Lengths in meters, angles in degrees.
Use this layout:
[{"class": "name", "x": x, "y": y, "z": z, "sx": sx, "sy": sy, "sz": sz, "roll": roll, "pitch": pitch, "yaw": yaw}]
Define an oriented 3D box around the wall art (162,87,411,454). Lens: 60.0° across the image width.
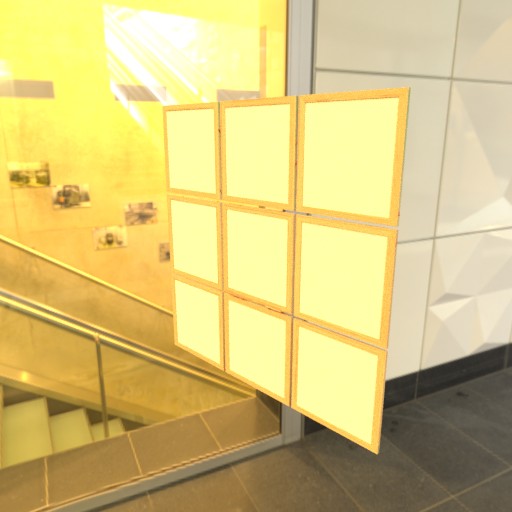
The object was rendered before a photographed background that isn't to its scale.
[{"class": "wall art", "x": 0.000, "y": 0.000, "z": 1.819, "sx": 1.214, "sy": 1.219, "sz": 0.013, "roll": 15, "pitch": 21, "yaw": 42}]
